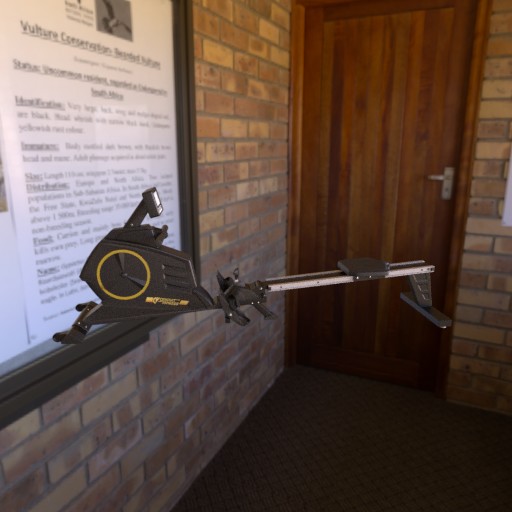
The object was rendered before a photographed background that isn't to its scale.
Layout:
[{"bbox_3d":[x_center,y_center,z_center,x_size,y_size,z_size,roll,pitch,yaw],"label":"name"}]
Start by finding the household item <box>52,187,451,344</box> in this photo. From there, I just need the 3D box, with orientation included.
[{"bbox_3d":[0.000,0.000,2.637,2.251,0.810,0.521,-2,14,-7],"label":"household item"}]
